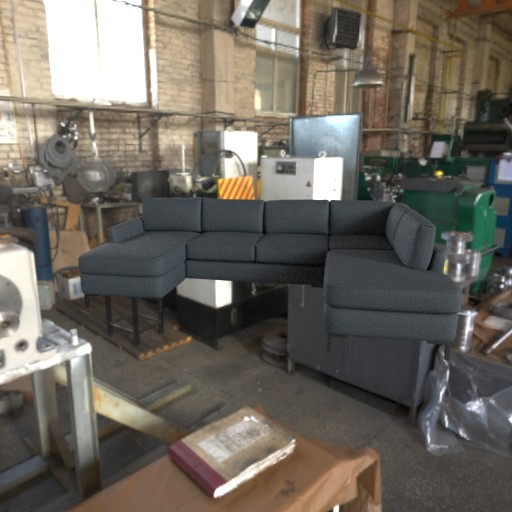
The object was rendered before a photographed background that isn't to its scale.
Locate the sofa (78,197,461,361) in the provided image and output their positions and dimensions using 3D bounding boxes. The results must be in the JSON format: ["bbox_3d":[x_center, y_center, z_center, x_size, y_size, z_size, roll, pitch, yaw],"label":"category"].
[{"bbox_3d":[0.000,0.000,3.931,2.975,0.858,1.984,2,13,10],"label":"sofa"}]
